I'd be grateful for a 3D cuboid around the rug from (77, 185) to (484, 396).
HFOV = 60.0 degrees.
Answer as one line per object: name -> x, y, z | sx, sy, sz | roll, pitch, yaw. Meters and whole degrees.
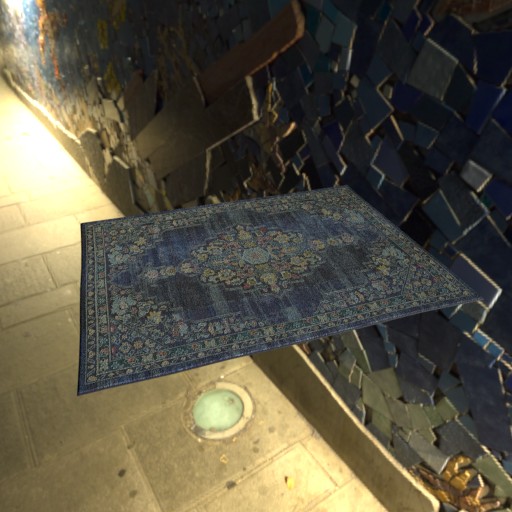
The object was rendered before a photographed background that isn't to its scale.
rug -> 0.000, 0.000, 4.754 | 3.612, 0.035, 2.716 | -10, 35, -15
